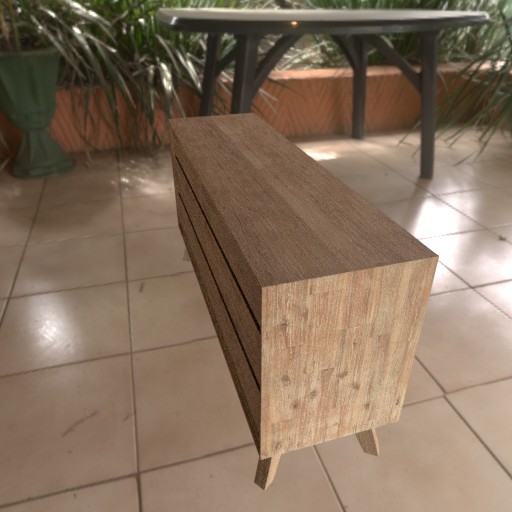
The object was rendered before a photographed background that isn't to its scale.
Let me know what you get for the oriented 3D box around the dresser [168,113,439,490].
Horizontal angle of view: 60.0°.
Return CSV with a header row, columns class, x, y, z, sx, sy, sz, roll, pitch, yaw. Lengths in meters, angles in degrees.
class,x,y,z,sx,sy,sz,roll,pitch,yaw
dresser,0.000,0.000,1.863,0.455,0.805,1.554,-9,32,-15
